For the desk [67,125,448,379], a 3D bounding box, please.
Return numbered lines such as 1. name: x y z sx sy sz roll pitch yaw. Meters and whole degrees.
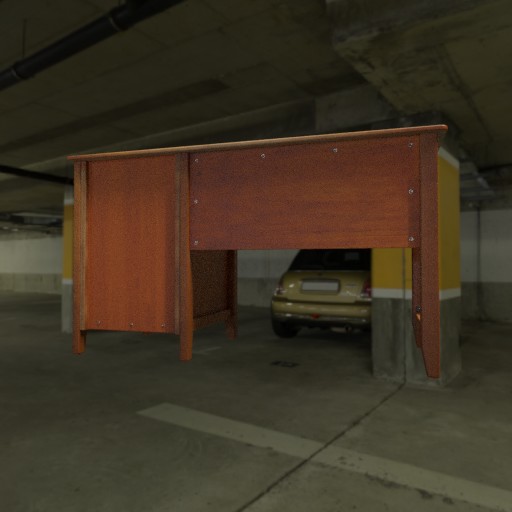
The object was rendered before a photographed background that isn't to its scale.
1. desk: 0.000 0.000 1.765 1.353 0.756 0.574 0 -1 17
